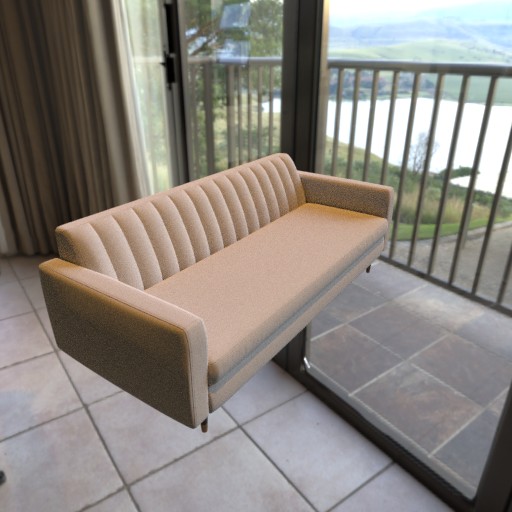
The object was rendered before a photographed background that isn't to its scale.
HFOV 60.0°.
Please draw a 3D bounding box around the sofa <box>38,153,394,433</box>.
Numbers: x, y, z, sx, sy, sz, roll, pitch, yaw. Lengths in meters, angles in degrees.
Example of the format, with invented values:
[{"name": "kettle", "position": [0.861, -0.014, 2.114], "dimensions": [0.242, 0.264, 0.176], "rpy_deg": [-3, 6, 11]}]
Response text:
[{"name": "sofa", "position": [0.000, 0.000, 2.767], "dimensions": [0.990, 0.821, 2.291], "rpy_deg": [17, 30, 31]}]
